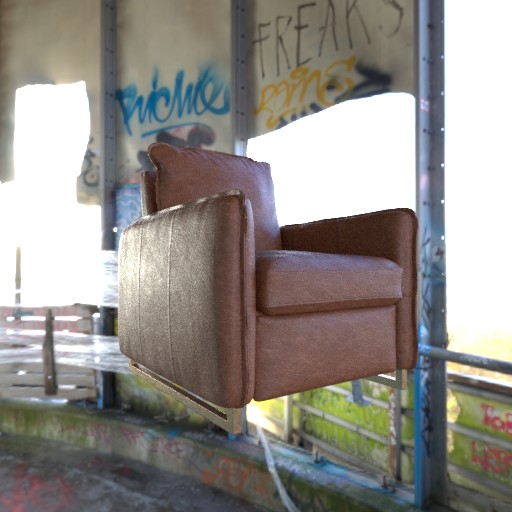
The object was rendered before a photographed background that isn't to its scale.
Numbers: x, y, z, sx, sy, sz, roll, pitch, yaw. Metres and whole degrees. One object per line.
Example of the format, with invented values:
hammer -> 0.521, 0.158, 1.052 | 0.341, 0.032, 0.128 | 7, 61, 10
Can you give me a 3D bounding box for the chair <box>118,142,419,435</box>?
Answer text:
chair -> 0.000, 0.000, 1.671 | 0.830, 0.922, 0.922 | 0, 0, -35
